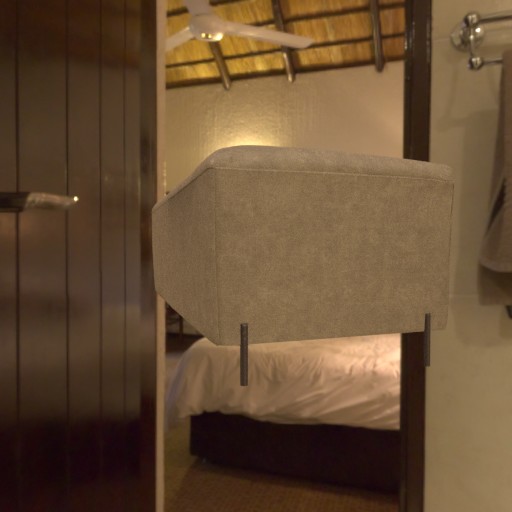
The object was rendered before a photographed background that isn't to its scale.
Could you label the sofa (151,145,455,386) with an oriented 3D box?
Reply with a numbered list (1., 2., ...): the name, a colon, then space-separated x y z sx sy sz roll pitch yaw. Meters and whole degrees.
1. sofa: 0.000 0.000 2.312 0.905 0.747 1.878 0 1 -18
